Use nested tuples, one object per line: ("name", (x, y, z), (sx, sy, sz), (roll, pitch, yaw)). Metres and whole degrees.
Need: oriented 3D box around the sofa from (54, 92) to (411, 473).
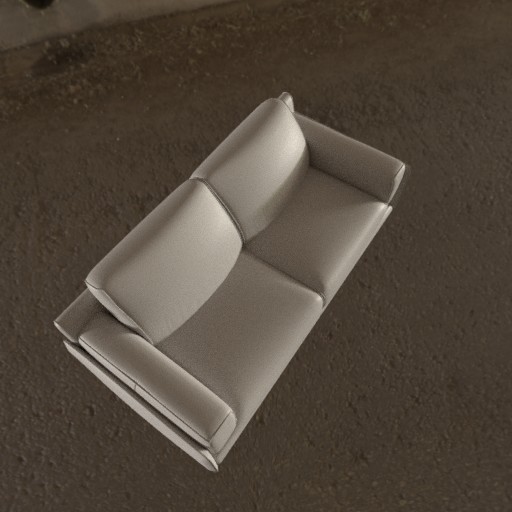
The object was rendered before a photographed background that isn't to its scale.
("sofa", (0.000, 0.000, 2.589), (1.049, 0.930, 2.101), (31, 64, 17))
